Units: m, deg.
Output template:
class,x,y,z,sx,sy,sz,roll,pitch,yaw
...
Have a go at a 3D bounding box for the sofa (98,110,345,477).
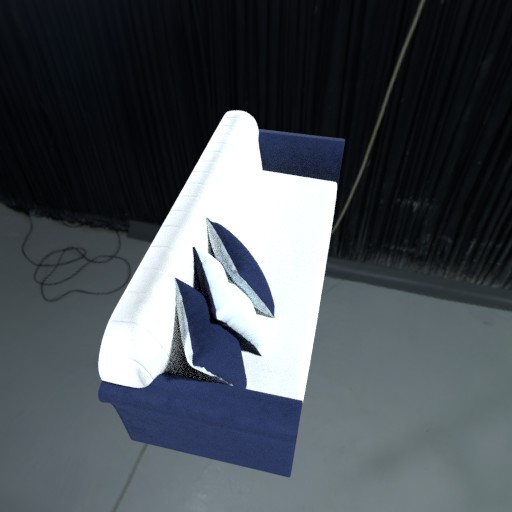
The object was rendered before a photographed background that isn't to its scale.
class,x,y,z,sx,sy,sz,roll,pitch,yaw
sofa,0.000,0.000,2.383,0.749,0.789,2.006,9,46,9
